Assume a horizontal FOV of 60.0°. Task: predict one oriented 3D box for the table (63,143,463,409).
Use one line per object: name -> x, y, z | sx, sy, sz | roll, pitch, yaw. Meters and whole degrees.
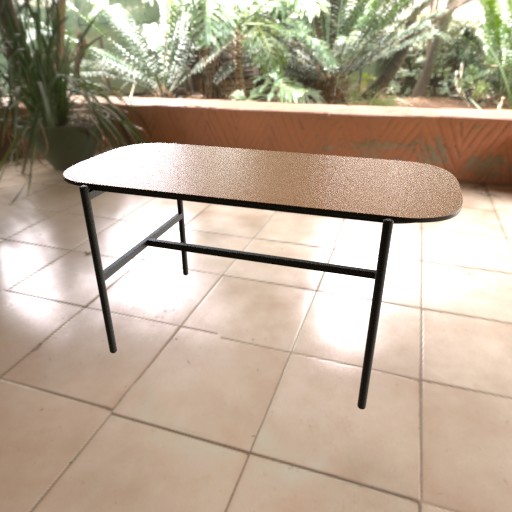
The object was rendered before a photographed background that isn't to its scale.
table -> 0.000, 0.000, 1.024 | 0.800, 0.400, 0.400 | 8, 28, 16
